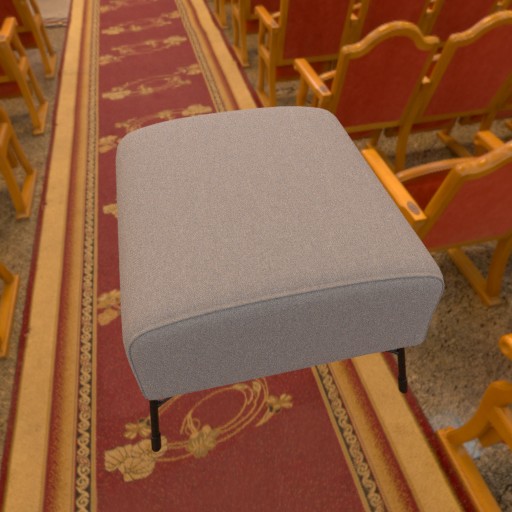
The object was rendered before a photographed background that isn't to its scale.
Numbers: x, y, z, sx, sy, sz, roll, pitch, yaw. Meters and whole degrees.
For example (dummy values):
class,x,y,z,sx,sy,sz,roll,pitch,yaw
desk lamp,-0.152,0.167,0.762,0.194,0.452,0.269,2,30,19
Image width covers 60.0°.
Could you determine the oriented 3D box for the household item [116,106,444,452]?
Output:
class,x,y,z,sx,sy,sz,roll,pitch,yaw
household item,0.000,0.000,0.905,0.530,0.410,0.530,-10,48,-9
